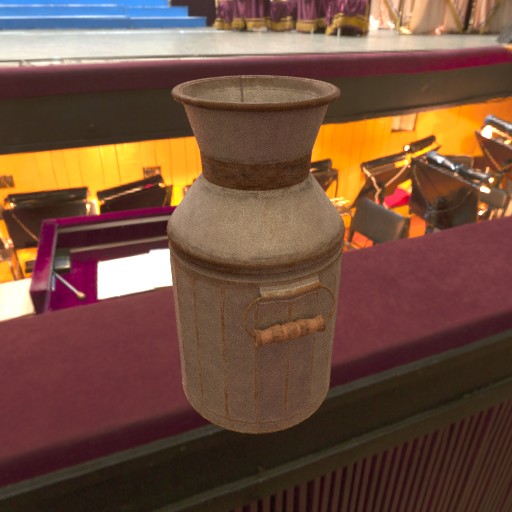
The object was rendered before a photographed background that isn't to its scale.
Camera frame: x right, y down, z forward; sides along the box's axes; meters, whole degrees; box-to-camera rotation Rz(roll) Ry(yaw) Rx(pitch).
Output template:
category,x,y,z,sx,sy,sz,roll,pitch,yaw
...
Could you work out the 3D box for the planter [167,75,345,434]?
category,x,y,z,sx,sy,sz,roll,pitch,yaw
planter,0.000,0.000,0.550,0.214,0.396,0.245,-10,32,-17
